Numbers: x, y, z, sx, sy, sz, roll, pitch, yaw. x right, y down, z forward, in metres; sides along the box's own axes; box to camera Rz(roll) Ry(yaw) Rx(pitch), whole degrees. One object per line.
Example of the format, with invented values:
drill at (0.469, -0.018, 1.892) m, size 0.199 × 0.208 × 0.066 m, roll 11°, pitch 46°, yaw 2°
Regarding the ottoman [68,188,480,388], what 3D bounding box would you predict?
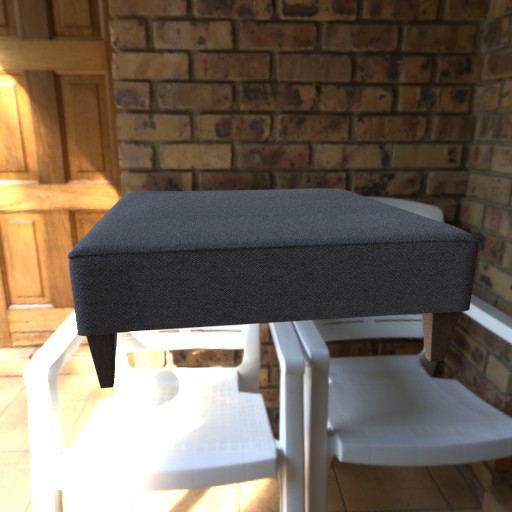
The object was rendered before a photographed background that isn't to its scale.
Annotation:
ottoman at (0.000, 0.000, 1.503) m, size 0.970 × 0.378 × 0.981 m, roll -2°, pitch 15°, yaw -8°
